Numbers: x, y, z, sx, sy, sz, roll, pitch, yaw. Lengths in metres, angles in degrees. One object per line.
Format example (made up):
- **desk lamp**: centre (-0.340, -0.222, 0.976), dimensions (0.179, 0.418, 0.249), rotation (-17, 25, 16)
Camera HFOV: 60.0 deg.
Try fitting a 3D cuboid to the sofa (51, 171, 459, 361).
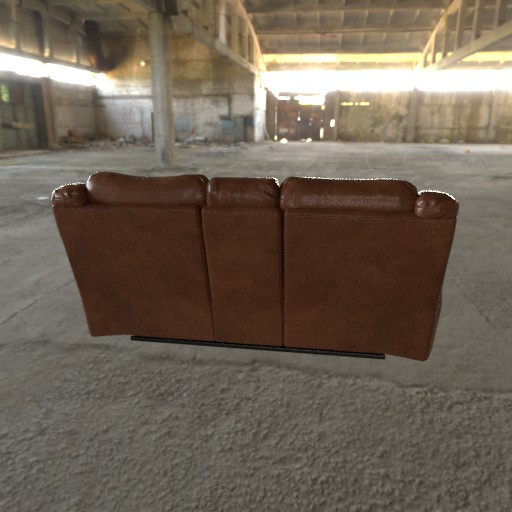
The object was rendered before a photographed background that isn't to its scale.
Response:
- **sofa**: centre (0.000, 0.000, 2.633), dimensions (2.058, 1.043, 0.991), rotation (3, 17, 8)
